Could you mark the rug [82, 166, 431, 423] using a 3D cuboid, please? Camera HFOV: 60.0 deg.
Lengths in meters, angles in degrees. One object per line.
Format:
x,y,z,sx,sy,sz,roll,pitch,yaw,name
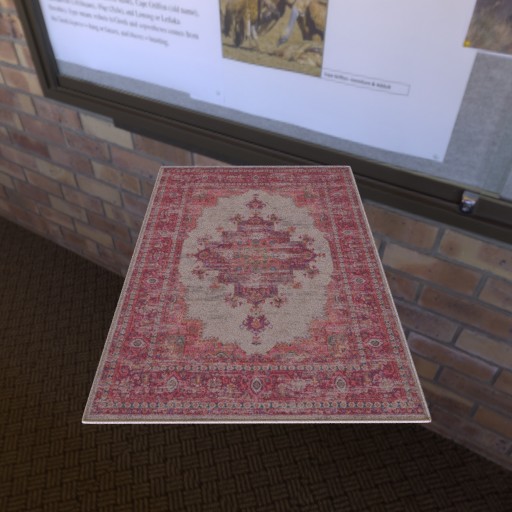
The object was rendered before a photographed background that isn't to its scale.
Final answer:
0.000,0.000,3.606,2.005,0.014,2.878,0,41,0,rug
